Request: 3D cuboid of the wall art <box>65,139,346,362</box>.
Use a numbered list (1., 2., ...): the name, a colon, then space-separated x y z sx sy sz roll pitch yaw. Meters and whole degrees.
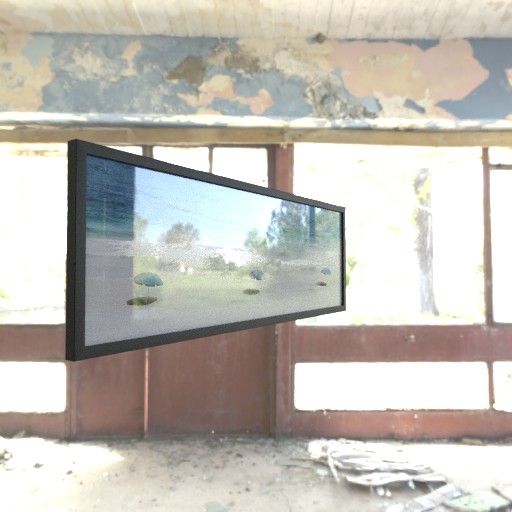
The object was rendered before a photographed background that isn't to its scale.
1. wall art: 0.000 0.000 1.745 0.041 0.554 1.572 -1 -2 36
